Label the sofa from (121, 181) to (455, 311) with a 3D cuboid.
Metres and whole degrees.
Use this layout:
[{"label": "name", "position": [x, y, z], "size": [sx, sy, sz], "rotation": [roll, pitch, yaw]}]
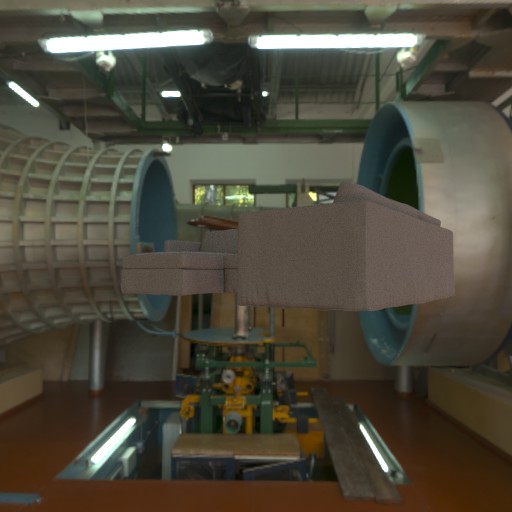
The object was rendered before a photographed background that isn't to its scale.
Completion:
[{"label": "sofa", "position": [0.000, 0.000, 4.729], "size": [3.528, 0.878, 2.476], "rotation": [-2, -3, 36]}]
